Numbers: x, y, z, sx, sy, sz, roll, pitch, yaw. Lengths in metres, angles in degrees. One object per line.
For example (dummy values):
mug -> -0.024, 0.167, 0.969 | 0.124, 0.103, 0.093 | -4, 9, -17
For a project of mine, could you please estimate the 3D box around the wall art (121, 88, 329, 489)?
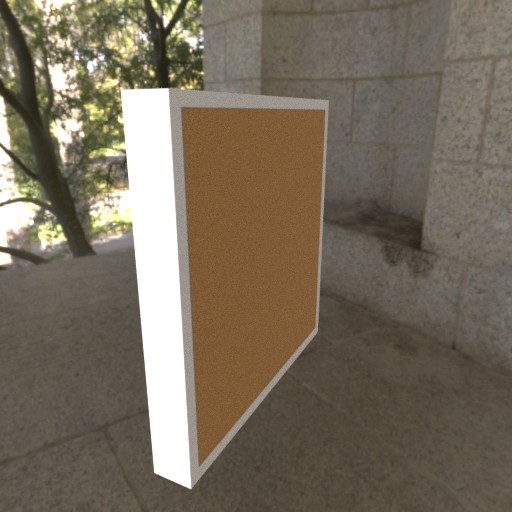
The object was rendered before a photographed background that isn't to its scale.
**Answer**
wall art -> 0.000, 0.000, 0.450 | 0.038, 0.305, 0.305 | 9, 20, 26
